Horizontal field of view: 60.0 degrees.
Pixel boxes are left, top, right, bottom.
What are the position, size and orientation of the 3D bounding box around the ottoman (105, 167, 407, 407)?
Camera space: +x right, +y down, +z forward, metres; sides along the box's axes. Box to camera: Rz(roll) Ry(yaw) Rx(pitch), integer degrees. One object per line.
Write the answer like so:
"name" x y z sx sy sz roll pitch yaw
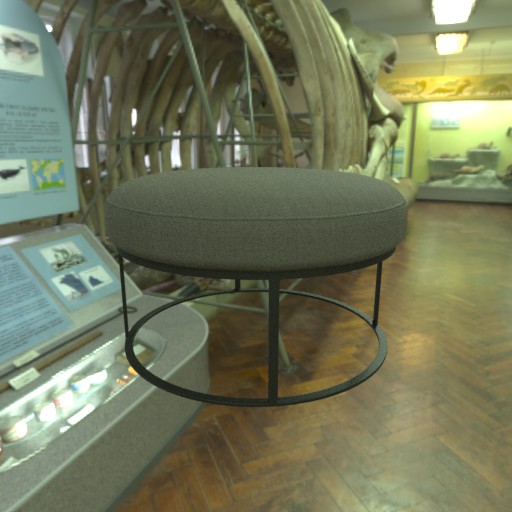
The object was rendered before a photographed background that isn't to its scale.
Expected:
"ottoman" 0.000 0.000 1.223 0.772 0.460 0.772 0 15 0
